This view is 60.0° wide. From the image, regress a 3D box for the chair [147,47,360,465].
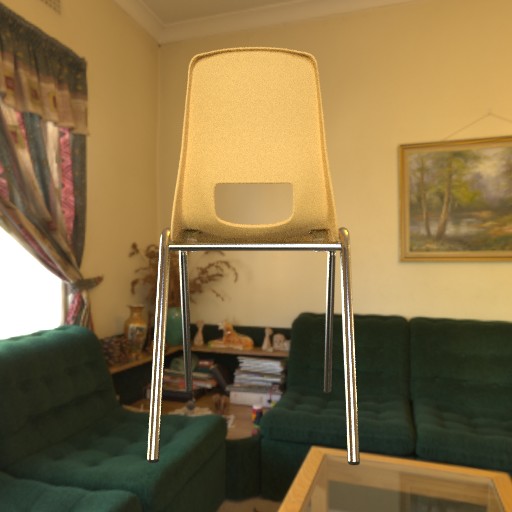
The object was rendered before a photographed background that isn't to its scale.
[{"bbox_3d":[0.000,0.000,0.955,0.381,0.704,0.436,0,-1,1],"label":"chair"}]
